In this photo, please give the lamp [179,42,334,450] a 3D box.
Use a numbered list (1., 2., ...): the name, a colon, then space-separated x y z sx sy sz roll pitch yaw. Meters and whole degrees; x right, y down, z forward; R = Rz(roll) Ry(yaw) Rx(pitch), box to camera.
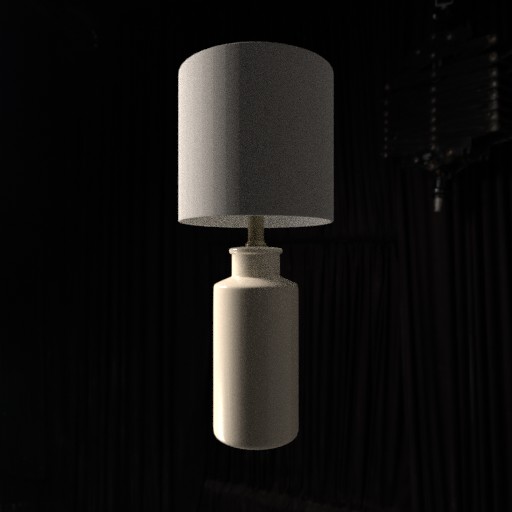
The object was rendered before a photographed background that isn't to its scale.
1. lamp: 0.000 0.000 0.615 0.212 0.493 0.212 0 0 19
